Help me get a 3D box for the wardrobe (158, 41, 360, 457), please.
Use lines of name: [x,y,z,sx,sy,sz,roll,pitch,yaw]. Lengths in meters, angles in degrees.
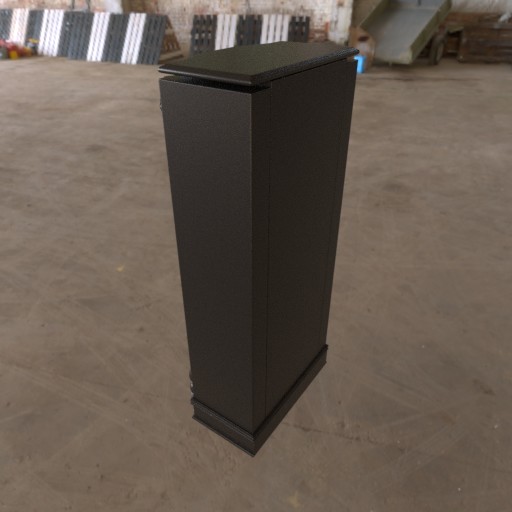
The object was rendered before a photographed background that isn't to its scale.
wardrobe: [0.000,0.000,1.203,0.295,1.011,0.444,21,38,29]
